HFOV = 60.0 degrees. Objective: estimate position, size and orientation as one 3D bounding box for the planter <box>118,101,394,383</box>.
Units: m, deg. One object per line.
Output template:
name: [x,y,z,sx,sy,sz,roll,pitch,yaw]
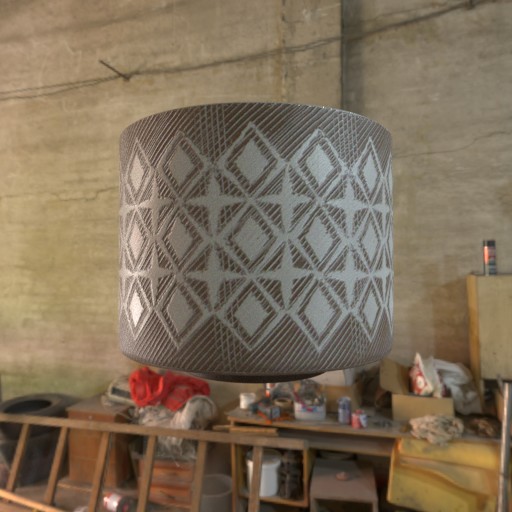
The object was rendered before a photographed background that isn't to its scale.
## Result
planter: [0.000,0.000,0.214,0.126,0.104,0.126,0,-1,0]
